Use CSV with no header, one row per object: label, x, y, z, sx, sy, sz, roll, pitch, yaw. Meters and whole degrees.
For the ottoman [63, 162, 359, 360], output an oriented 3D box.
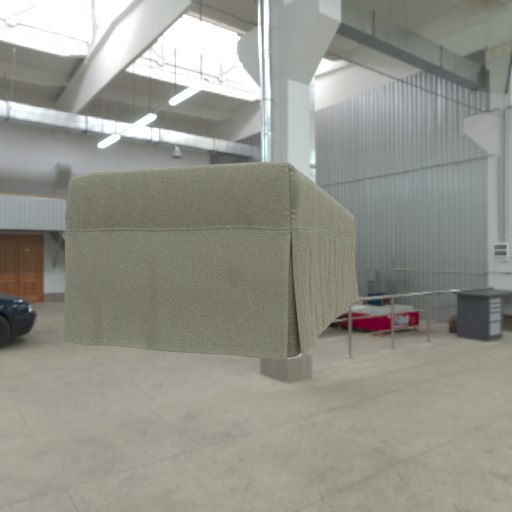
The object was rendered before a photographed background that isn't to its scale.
ottoman,0.000,0.000,1.707,0.665,0.457,1.388,0,0,18
